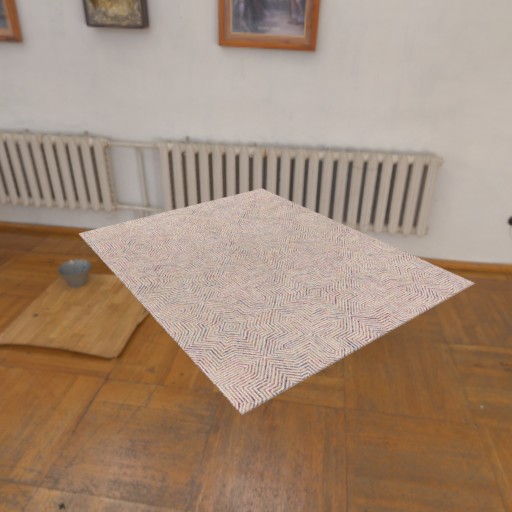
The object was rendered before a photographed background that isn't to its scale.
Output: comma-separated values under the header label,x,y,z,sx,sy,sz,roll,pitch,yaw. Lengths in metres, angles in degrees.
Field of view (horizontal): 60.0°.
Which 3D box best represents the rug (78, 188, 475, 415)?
label,x,y,z,sx,sy,sz,roll,pitch,yaw
rug,0.000,0.000,4.258,2.442,0.008,3.046,-19,33,-32
